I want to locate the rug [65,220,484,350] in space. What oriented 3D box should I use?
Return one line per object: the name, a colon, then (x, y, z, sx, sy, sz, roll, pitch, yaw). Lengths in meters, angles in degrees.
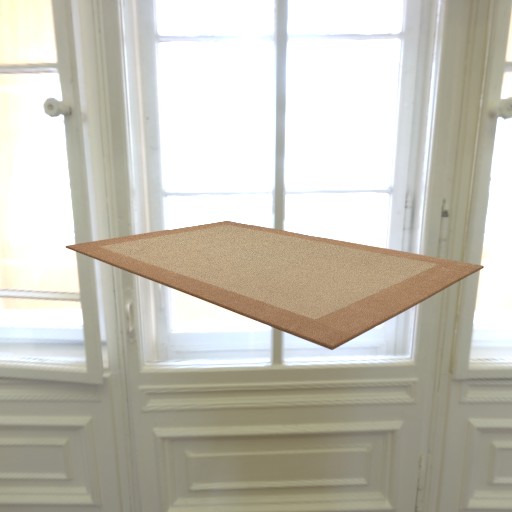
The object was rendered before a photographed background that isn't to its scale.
rug: (0.000, 0.000, 2.301, 1.829, 0.014, 1.219, 14, 20, 43)
